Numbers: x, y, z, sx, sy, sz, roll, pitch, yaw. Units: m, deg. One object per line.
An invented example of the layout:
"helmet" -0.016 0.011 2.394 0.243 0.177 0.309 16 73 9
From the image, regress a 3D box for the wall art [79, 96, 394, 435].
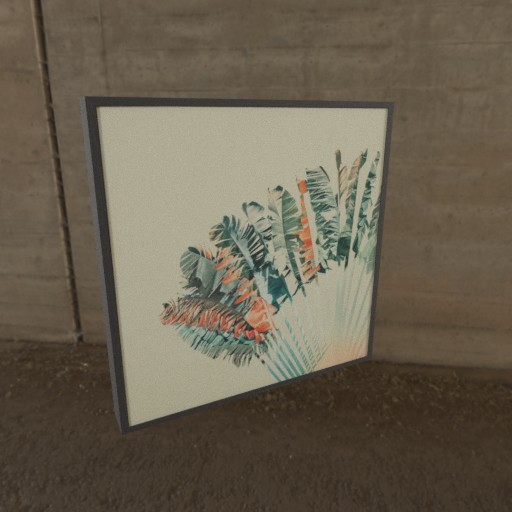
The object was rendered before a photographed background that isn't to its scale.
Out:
"wall art" 0.000 0.000 0.453 0.302 0.300 0.036 -9 19 -26
